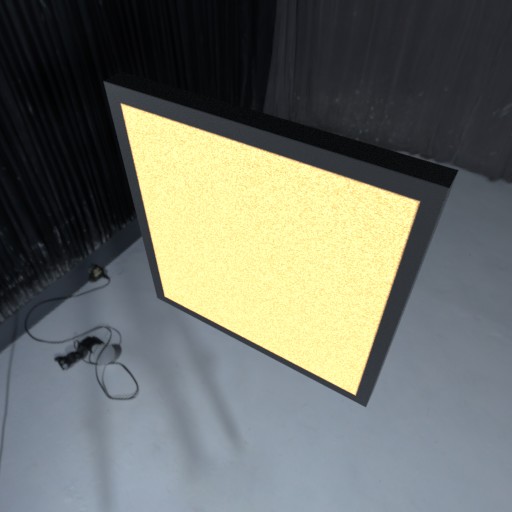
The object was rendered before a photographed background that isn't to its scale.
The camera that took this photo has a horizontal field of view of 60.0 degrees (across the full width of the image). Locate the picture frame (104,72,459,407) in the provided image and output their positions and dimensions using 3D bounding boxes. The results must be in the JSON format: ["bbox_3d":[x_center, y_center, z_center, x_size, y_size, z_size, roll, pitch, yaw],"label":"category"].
[{"bbox_3d":[0.000,0.000,0.529,0.355,0.353,0.029,23,50,22],"label":"picture frame"}]
